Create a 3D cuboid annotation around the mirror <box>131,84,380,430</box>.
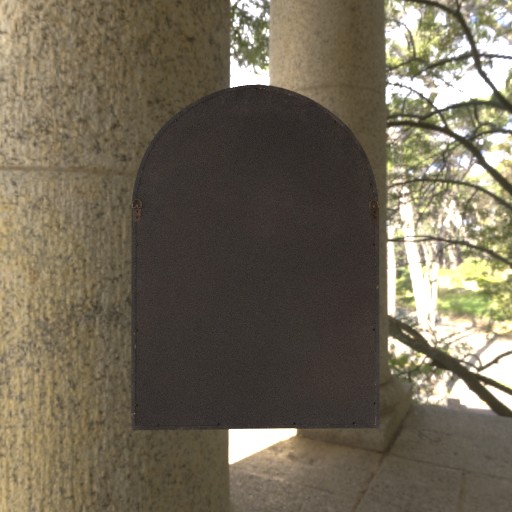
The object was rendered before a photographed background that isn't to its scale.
[{"bbox_3d":[0.000,0.000,1.194,0.660,0.920,0.032,0,-1,-1],"label":"mirror"}]
